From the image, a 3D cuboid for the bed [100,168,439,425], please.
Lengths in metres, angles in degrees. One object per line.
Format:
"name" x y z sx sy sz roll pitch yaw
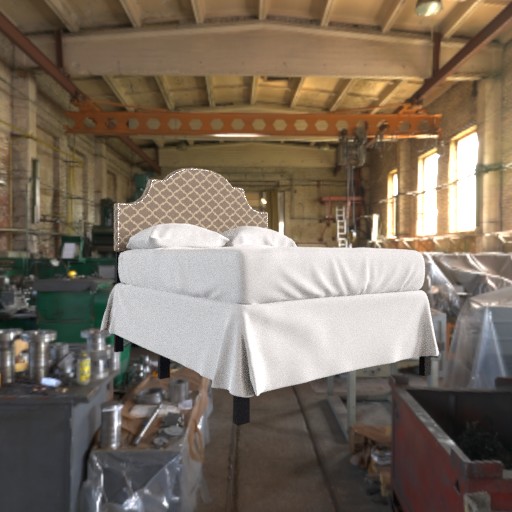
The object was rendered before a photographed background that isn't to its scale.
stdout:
"bed" 0.000 0.000 3.421 1.780 1.633 2.222 0 1 -35
